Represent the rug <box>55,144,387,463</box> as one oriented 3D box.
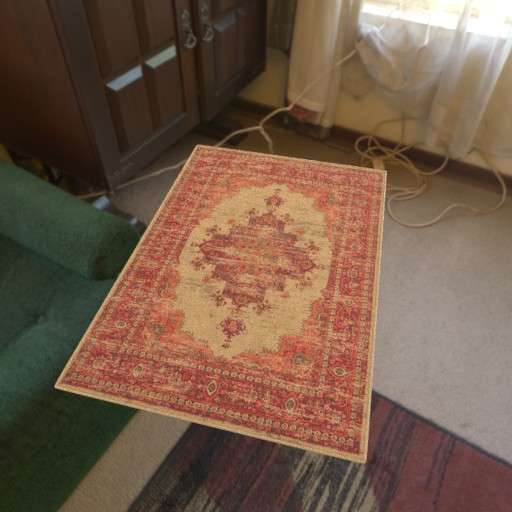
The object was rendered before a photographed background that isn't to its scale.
[{"bbox_3d":[0.000,0.000,2.839,1.555,0.011,2.232,10,48,9],"label":"rug"}]
